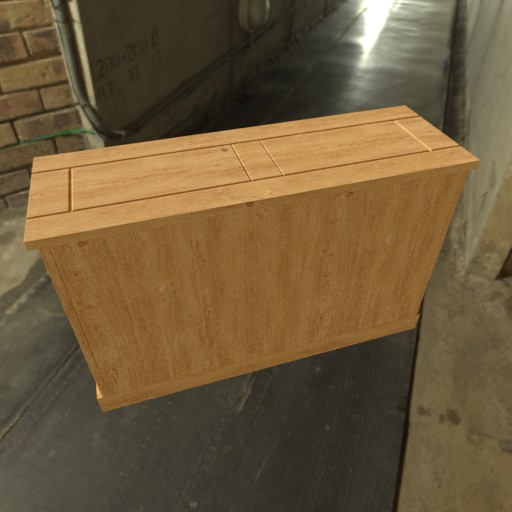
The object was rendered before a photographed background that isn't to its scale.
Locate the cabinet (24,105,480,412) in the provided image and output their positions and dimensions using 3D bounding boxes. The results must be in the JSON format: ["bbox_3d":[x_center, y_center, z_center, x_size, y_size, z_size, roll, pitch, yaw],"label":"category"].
[{"bbox_3d":[0.000,0.000,1.649,1.321,0.810,0.432,-12,43,-13],"label":"cabinet"}]
